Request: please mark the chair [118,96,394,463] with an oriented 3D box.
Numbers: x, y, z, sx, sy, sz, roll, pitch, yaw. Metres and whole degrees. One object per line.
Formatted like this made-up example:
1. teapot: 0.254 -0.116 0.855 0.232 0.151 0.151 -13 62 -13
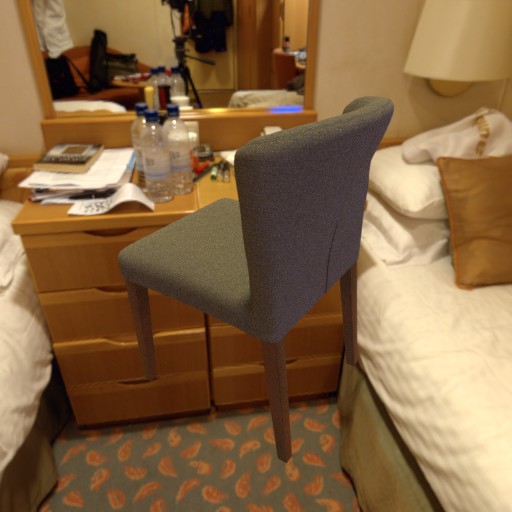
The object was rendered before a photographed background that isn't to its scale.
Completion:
1. chair: 0.000 0.000 1.184 0.589 0.839 0.491 19 35 29
